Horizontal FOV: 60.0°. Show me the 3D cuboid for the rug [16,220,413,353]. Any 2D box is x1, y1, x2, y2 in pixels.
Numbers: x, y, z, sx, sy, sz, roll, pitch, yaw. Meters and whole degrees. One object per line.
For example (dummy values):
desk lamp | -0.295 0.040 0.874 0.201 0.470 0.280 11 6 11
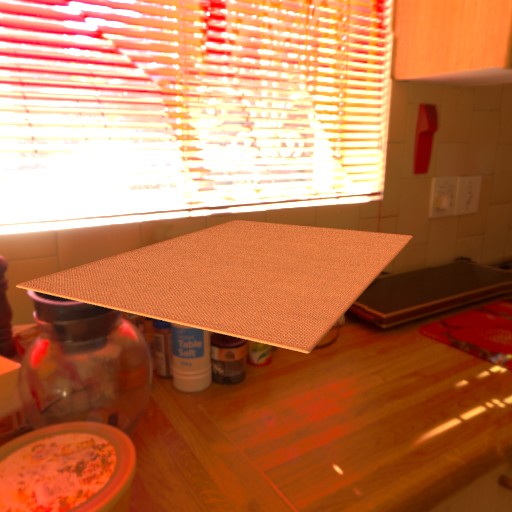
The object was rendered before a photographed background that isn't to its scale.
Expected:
rug | 0.000 0.000 2.719 1.524 0.013 2.134 7 16 27
